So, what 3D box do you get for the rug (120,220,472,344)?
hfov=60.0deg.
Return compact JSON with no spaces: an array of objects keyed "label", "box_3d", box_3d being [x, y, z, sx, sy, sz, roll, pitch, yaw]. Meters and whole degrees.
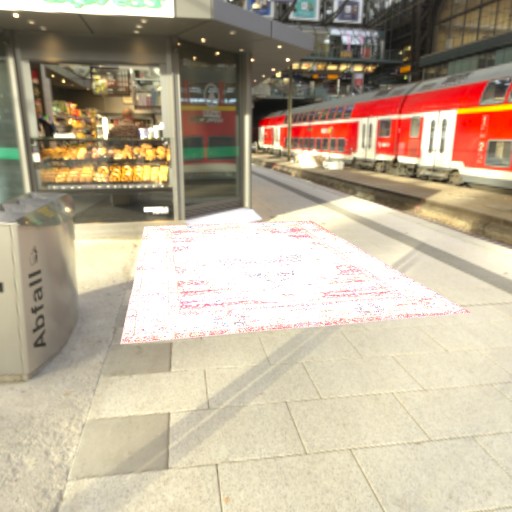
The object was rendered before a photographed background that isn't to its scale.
[{"label":"rug","box_3d":[0.000,0.000,2.339,1.219,0.006,1.829,-3,16,-11]}]
